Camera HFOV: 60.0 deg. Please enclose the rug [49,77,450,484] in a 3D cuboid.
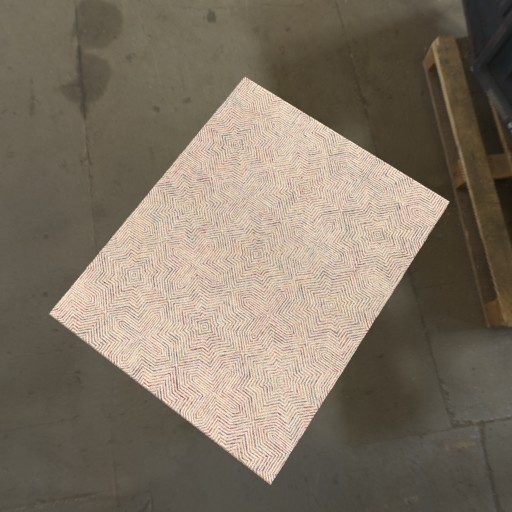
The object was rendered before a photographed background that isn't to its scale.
[{"bbox_3d":[0.000,0.000,4.149,2.442,0.008,3.046,34,78,9],"label":"rug"}]
